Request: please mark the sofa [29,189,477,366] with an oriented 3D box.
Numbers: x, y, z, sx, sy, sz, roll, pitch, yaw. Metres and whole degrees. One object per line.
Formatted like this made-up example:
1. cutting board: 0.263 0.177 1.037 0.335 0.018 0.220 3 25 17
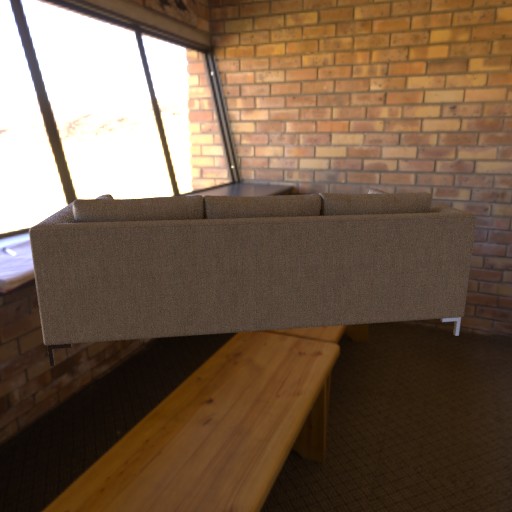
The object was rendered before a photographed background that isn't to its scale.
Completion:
1. sofa: 0.000 0.000 2.891 2.415 0.867 0.969 -2 15 -9
